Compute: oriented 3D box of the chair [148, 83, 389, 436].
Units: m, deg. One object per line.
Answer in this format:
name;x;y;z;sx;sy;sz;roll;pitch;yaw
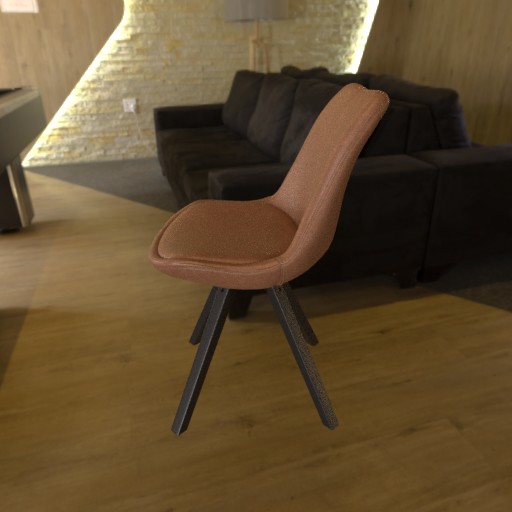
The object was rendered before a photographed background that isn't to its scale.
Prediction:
chair;0.000;0.000;1.188;0.550;0.850;0.475;0;25;-1
